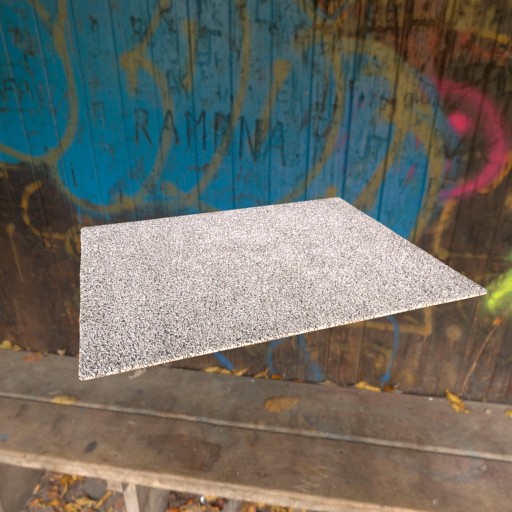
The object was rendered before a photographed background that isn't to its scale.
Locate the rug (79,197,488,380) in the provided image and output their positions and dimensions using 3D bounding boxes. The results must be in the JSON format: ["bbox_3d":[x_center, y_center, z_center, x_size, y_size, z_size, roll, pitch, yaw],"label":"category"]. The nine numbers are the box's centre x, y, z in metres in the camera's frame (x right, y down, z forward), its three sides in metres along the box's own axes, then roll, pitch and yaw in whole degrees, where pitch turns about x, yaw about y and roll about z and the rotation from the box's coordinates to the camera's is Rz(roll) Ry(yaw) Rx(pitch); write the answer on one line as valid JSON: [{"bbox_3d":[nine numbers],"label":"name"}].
[{"bbox_3d":[0.000,0.000,4.075,3.047,0.029,2.438,-9,28,-17],"label":"rug"}]
